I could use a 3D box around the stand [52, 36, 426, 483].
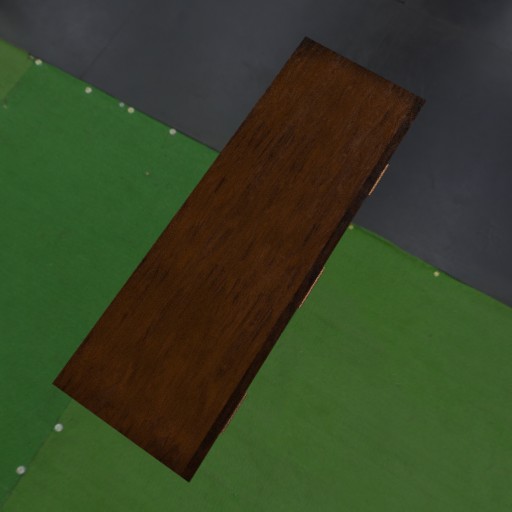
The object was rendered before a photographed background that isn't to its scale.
[{"bbox_3d":[0.000,0.000,1.648,0.481,0.610,1.372,32,78,8],"label":"stand"}]
